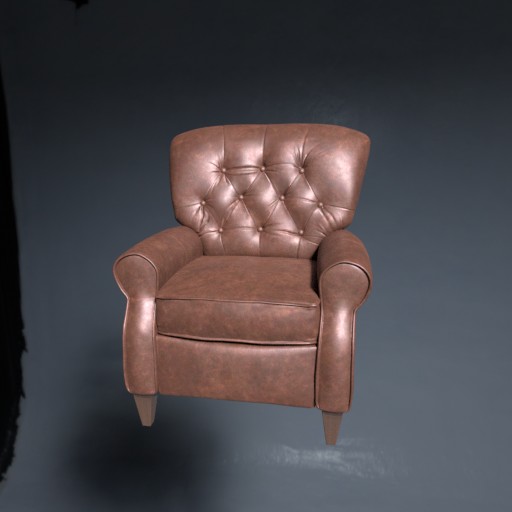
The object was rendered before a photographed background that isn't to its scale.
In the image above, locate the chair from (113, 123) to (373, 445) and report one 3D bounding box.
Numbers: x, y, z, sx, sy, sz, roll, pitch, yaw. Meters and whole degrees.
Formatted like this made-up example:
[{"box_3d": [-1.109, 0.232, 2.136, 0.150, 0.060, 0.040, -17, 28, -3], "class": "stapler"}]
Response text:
[{"box_3d": [0.000, 0.000, 1.951, 0.979, 1.162, 1.031, 2, 13, 9], "class": "chair"}]
